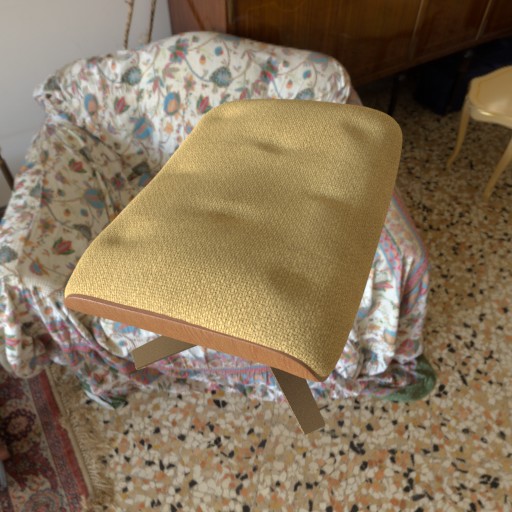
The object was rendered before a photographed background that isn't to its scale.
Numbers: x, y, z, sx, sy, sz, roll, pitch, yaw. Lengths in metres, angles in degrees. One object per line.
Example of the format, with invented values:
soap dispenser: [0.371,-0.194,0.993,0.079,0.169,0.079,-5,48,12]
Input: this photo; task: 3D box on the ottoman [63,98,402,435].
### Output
ottoman: [0.000,0.000,0.787,0.394,0.391,0.520,17,50,14]
